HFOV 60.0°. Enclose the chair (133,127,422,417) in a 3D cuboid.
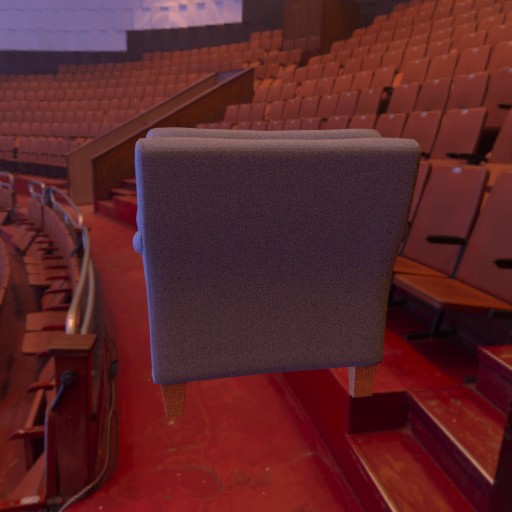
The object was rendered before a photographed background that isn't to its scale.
[{"bbox_3d":[0.000,0.000,1.908,0.955,1.038,1.070,-3,14,-10],"label":"chair"}]
